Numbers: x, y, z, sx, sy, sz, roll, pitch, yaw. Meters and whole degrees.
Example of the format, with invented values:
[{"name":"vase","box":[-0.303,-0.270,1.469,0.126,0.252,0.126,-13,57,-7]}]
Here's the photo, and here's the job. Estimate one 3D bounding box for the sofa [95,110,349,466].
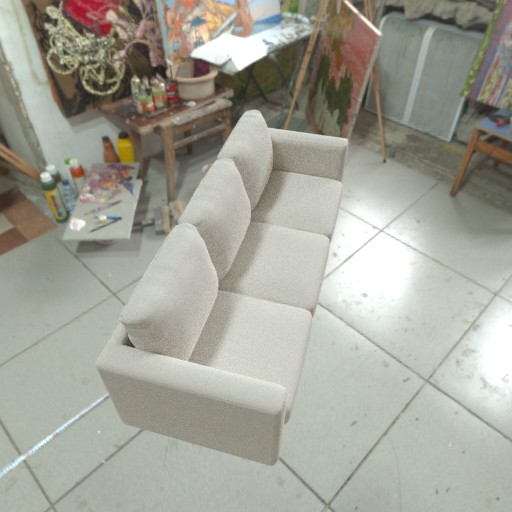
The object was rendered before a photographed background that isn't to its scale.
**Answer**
[{"name":"sofa","box":[0.000,0.000,2.559,0.802,0.912,2.029,11,46,11]}]
